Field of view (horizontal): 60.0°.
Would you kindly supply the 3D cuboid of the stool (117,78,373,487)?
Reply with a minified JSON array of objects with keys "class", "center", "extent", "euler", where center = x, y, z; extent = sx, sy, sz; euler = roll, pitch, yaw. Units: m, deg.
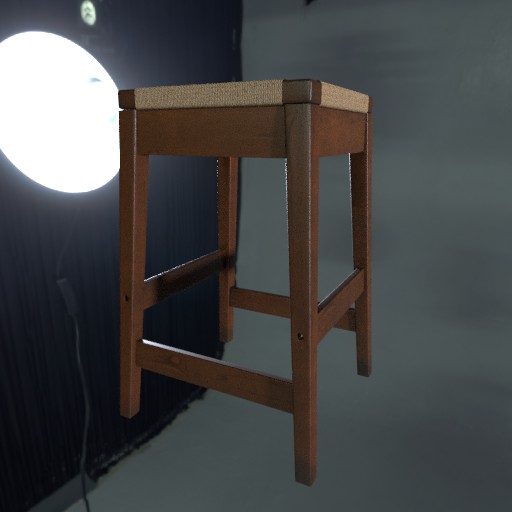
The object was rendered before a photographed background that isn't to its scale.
[{"class":"stool","center":[0.000,0.000,1.100],"extent":[0.507,0.762,0.497],"euler":[8,17,27]}]
